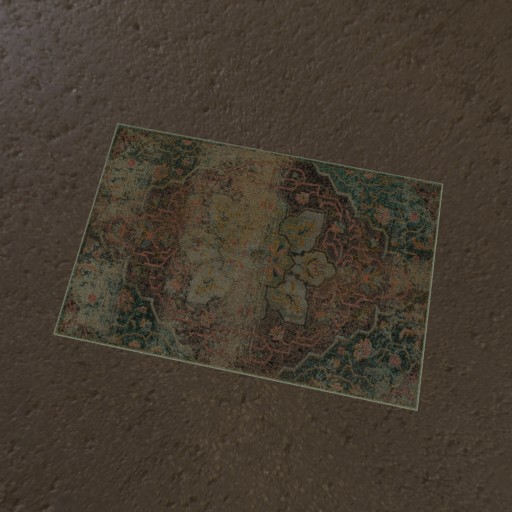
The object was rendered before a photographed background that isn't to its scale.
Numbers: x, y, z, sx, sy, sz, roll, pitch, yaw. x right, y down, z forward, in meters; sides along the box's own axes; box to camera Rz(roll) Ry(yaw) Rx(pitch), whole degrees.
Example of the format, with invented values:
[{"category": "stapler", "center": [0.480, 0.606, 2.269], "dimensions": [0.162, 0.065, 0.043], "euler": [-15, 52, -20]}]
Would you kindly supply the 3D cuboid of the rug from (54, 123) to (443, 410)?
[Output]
[{"category": "rug", "center": [0.000, 0.000, 2.955], "dimensions": [2.363, 0.004, 1.566], "euler": [12, 77, 3]}]
